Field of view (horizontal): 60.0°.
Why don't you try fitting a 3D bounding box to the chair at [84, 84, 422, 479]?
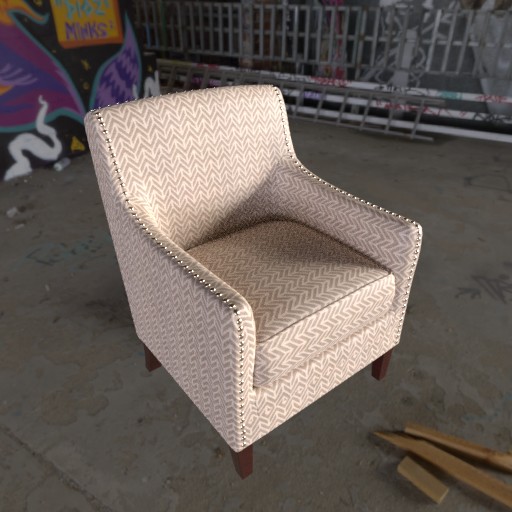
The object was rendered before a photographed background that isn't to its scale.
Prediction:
[{"bbox_3d":[0.000,0.000,1.264,0.623,0.816,0.651,-22,37,-32],"label":"chair"}]
